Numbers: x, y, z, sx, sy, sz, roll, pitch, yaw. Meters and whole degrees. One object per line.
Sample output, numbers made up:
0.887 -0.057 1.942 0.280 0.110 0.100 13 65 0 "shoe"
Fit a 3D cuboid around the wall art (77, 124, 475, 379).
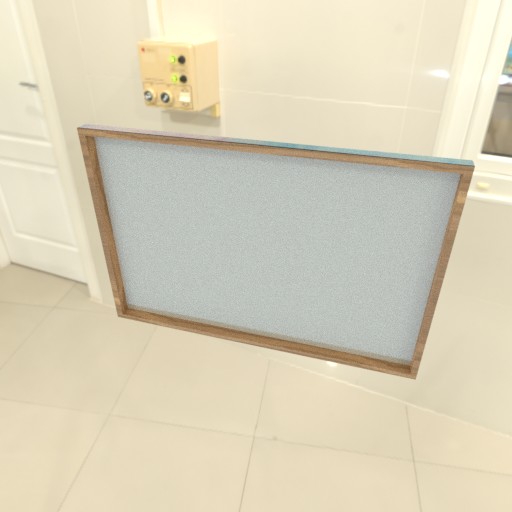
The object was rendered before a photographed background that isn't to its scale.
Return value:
0.000 0.000 1.159 0.911 0.605 0.037 9 34 14 "wall art"
